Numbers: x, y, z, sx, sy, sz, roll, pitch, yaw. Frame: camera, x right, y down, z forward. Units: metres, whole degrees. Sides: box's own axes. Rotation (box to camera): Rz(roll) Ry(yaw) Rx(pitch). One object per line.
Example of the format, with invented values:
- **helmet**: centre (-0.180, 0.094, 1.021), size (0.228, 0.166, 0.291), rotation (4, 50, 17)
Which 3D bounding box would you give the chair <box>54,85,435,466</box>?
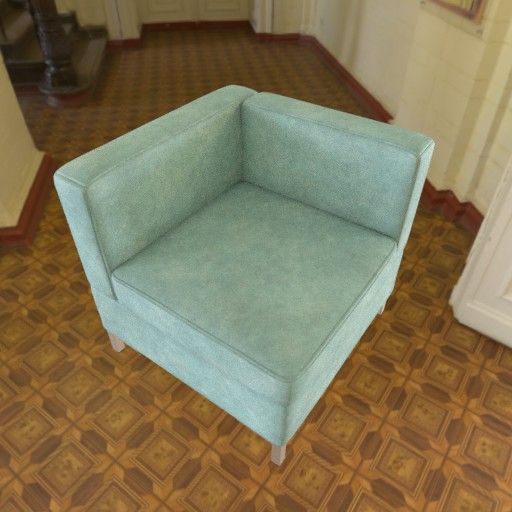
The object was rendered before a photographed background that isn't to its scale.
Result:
- **chair**: centre (0.000, 0.000, 1.247), size (0.684, 0.660, 0.691), rotation (25, 47, 26)
